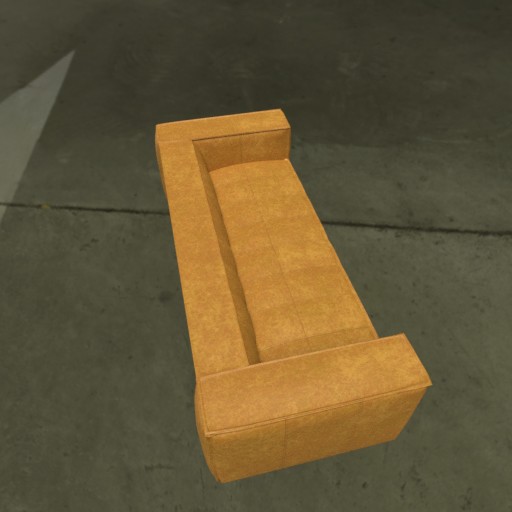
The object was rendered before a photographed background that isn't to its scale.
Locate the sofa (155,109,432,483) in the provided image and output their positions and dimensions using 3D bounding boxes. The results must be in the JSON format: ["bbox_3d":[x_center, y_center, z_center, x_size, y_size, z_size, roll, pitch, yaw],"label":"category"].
[{"bbox_3d":[0.000,0.000,2.995,1.102,0.701,2.581,-10,48,-9],"label":"sofa"}]
